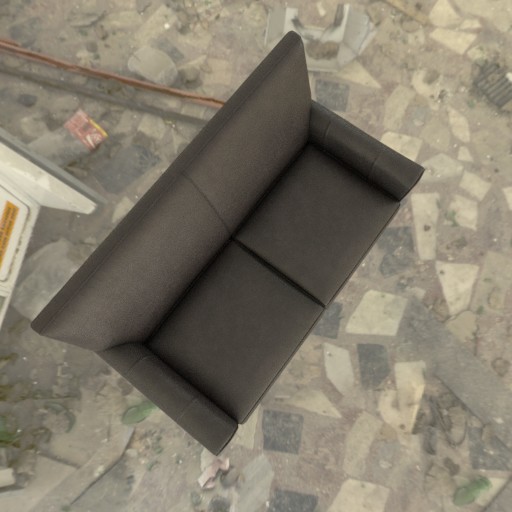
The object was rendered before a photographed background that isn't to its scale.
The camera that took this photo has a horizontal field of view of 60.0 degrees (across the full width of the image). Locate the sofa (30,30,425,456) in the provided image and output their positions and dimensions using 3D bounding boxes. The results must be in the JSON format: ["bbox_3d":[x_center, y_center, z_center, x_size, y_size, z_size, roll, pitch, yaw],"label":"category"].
[{"bbox_3d":[0.000,0.000,1.973,0.787,0.871,1.473,36,78,9],"label":"sofa"}]
